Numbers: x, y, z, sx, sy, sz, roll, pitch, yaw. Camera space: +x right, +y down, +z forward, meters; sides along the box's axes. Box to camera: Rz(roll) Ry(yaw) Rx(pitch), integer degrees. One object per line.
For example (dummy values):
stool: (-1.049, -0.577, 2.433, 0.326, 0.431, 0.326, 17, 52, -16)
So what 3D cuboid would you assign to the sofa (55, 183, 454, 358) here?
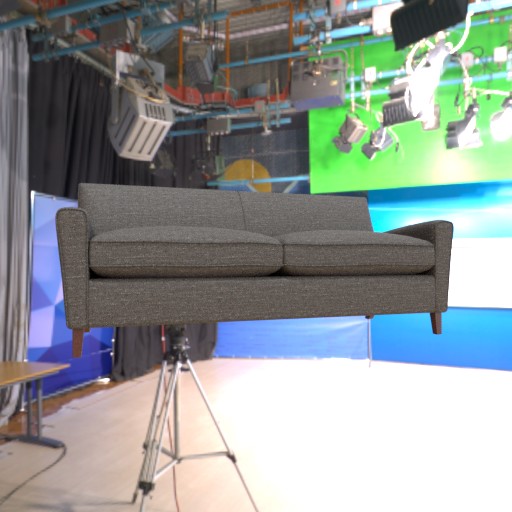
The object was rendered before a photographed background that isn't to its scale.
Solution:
sofa: (0.000, 0.000, 2.484, 1.976, 0.846, 0.875, 0, -1, -18)
